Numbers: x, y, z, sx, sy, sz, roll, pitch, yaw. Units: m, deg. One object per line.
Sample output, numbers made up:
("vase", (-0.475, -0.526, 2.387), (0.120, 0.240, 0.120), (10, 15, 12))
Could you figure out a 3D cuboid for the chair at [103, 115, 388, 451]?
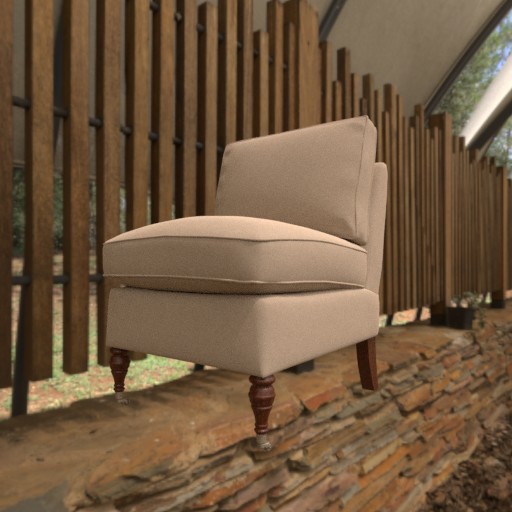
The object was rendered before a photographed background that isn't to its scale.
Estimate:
("chair", (0.000, 0.000, 1.666), (0.724, 1.052, 0.912), (0, 0, 37))
